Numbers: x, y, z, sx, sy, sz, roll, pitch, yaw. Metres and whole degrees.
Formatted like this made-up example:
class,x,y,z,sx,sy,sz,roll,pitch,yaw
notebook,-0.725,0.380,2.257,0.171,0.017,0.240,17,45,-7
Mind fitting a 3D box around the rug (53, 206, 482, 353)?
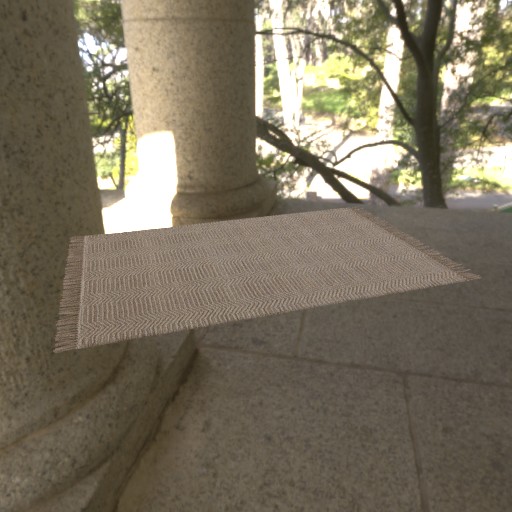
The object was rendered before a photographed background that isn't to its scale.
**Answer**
class,x,y,z,sx,sy,sz,roll,pitch,yaw
rug,0.000,0.000,3.093,2.523,0.034,1.528,-8,25,-16
